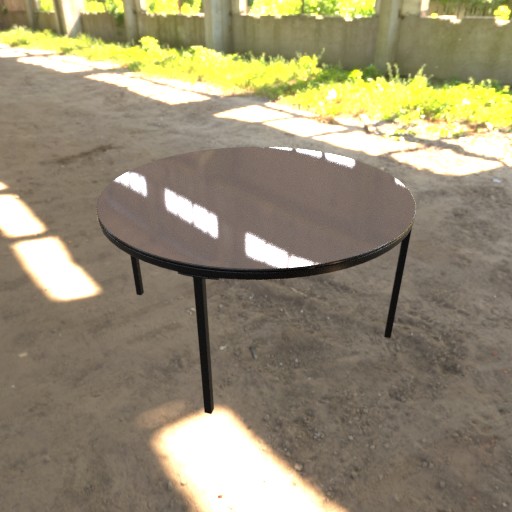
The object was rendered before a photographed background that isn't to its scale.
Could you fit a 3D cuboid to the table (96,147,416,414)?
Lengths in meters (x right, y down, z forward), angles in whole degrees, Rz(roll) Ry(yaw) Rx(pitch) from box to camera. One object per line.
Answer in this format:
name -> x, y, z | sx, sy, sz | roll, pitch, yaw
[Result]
table -> 0.000, 0.000, 1.259 | 0.800, 0.400, 0.800 | 0, 30, 0
